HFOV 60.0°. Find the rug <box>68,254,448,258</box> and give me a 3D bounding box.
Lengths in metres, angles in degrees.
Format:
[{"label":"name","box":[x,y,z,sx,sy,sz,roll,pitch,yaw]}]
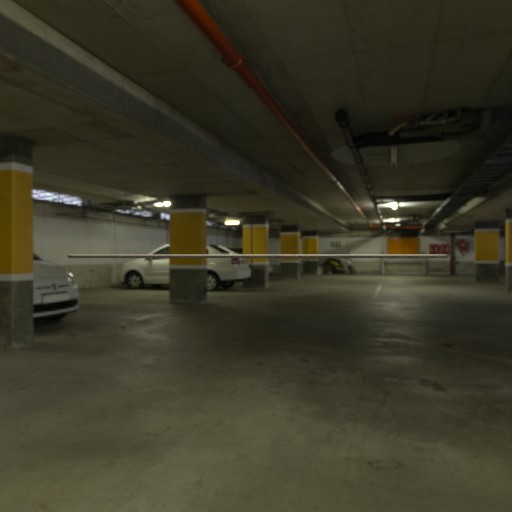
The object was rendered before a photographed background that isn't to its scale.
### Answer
[{"label":"rug","box":[0.000,0.000,2.929,1.540,0.021,2.290,0,0,0]}]
